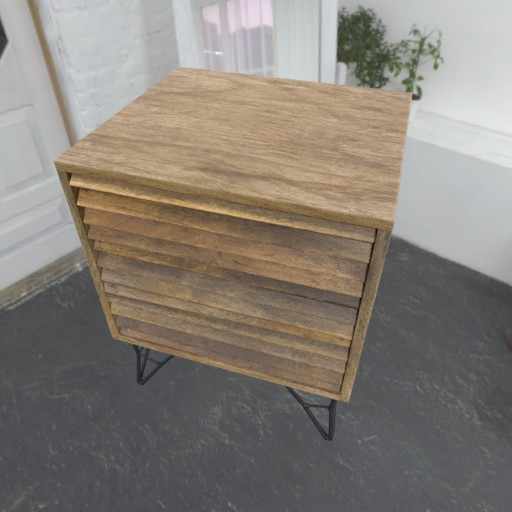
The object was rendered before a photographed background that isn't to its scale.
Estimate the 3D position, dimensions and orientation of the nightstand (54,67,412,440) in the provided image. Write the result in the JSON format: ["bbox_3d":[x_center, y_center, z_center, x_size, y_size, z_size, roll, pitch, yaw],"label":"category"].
[{"bbox_3d":[0.000,0.000,0.880,0.457,0.559,0.406,12,42,13],"label":"nightstand"}]
